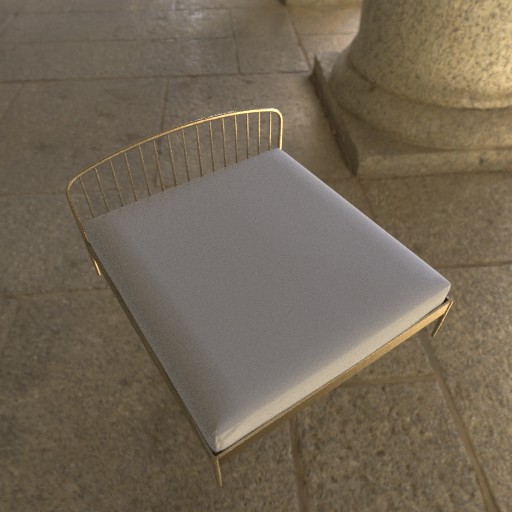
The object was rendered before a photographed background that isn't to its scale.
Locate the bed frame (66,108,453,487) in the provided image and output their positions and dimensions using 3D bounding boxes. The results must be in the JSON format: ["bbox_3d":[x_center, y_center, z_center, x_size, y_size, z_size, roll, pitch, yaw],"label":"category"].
[{"bbox_3d":[0.000,0.000,3.347,2.016,1.174,2.152,-26,52,-23],"label":"bed frame"}]
